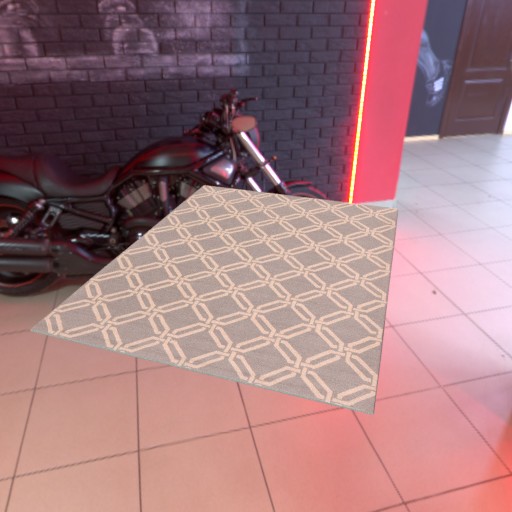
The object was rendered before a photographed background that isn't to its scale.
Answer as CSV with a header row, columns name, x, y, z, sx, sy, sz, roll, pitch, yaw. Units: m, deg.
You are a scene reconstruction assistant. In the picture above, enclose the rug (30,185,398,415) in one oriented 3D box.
name,x,y,z,sx,sy,sz,roll,pitch,yaw
rug,0.000,0.000,3.893,2.288,0.018,2.895,9,31,16
